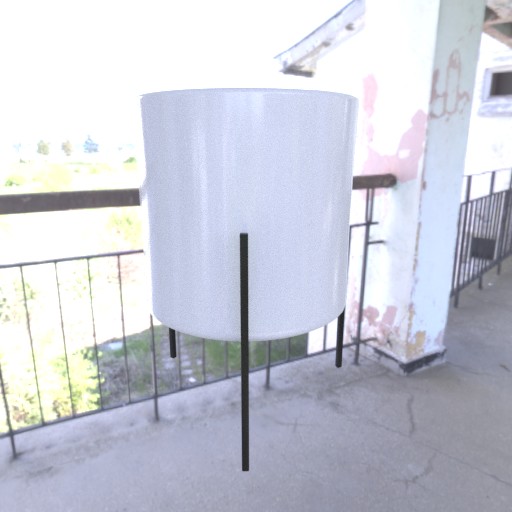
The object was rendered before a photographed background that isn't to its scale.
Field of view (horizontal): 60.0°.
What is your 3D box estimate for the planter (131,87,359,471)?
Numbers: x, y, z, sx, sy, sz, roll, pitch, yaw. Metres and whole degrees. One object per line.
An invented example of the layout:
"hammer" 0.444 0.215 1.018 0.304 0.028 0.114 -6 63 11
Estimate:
"planter" 0.000 0.000 0.721 0.361 0.480 0.360 -7 16 -25
